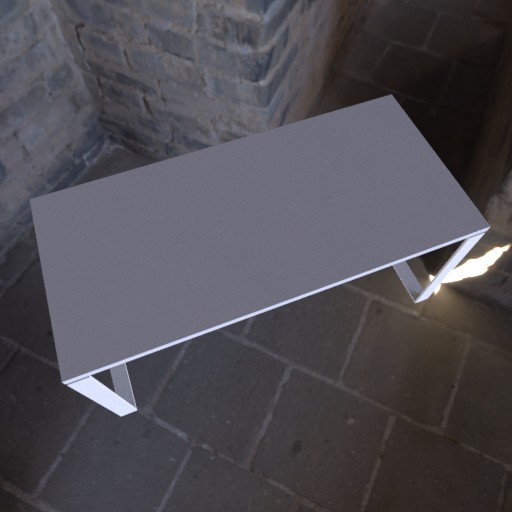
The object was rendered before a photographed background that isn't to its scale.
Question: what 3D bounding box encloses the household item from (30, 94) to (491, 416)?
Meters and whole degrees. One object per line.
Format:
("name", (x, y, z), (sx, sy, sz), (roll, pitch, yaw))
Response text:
("household item", (0.000, 0.000, 2.130), (1.700, 0.745, 0.800), (-19, 63, -10))
